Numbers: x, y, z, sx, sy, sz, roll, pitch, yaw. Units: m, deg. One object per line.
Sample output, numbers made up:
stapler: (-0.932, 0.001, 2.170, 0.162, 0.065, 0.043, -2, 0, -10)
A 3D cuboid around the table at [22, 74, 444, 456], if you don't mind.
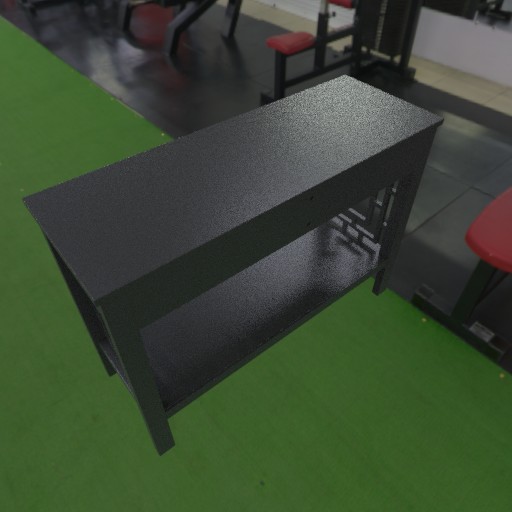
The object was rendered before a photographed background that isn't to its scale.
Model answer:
table: (0.000, 0.000, 1.407, 1.068, 0.753, 0.397, -30, 52, -26)
